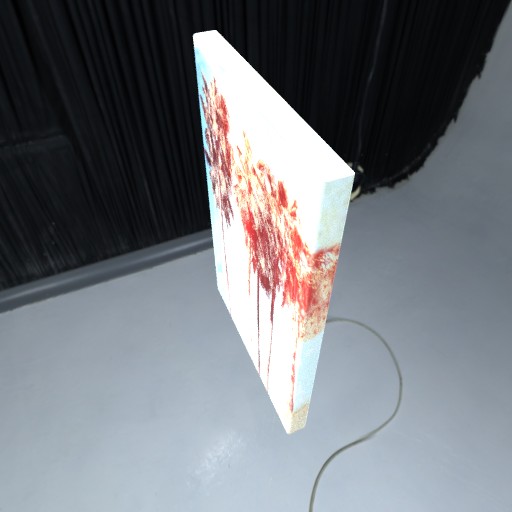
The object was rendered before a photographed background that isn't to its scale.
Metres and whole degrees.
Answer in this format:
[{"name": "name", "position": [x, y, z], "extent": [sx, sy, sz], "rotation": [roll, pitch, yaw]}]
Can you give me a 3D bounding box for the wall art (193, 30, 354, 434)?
[{"name": "wall art", "position": [0.000, 0.000, 0.773], "extent": [0.038, 0.610, 0.401], "rotation": [-17, 49, -16]}]
